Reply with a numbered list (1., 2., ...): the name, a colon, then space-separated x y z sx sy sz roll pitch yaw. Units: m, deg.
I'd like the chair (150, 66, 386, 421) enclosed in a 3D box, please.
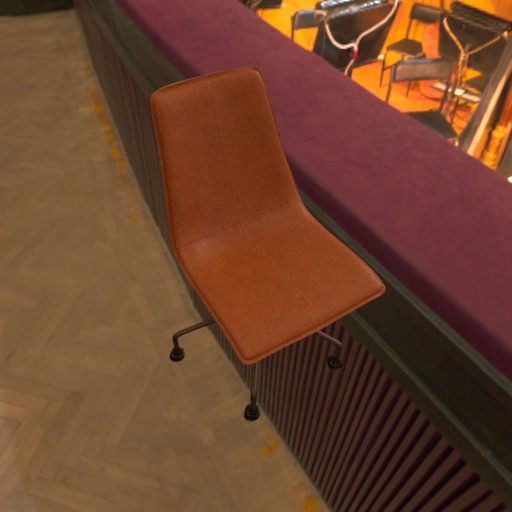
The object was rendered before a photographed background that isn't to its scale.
1. chair: 0.000 0.000 1.384 0.651 0.920 0.660 -24 51 -21
